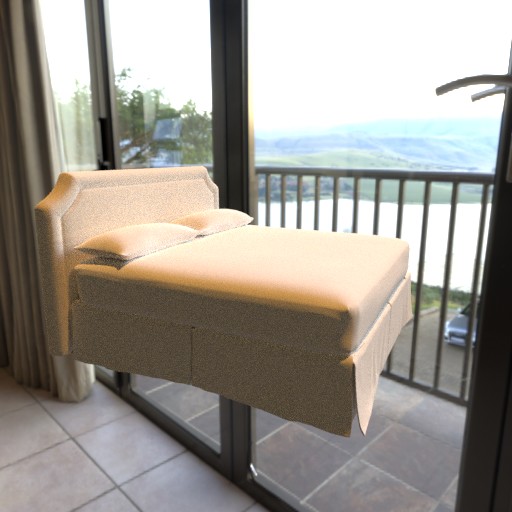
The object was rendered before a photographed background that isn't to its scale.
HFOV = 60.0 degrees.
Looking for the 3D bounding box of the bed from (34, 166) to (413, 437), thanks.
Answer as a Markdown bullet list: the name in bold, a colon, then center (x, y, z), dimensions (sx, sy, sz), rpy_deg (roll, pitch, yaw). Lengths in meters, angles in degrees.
- **bed**: center (0.000, 0.000, 3.439), dimensions (2.204, 1.301, 2.160), rpy_deg (6, 15, 26)
